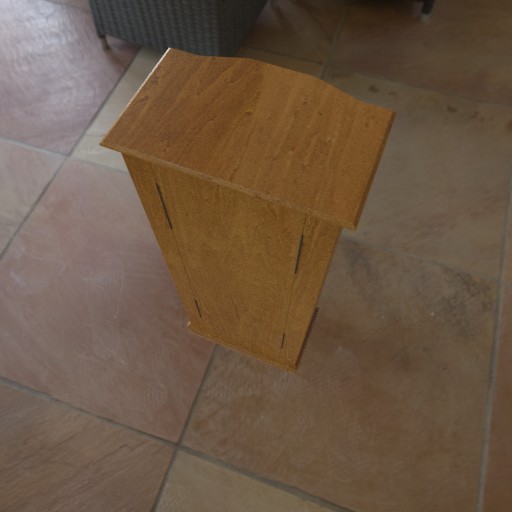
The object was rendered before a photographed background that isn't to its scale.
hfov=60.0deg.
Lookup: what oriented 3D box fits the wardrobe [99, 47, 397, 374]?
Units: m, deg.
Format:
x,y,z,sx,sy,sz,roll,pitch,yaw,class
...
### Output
x,y,z,sx,sy,sz,roll,pitch,yaw,class
0.000,0.000,1.120,0.406,0.959,0.273,20,65,10,wardrobe
